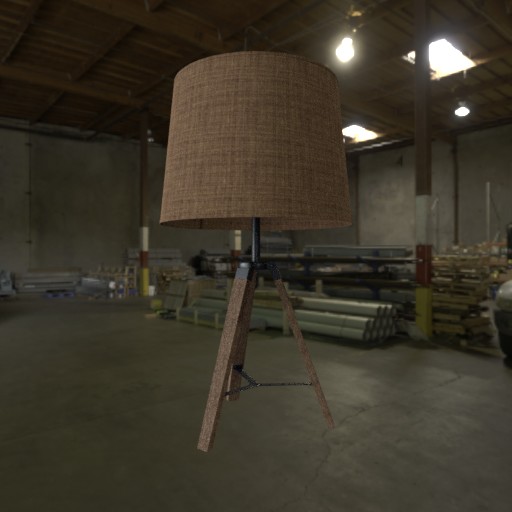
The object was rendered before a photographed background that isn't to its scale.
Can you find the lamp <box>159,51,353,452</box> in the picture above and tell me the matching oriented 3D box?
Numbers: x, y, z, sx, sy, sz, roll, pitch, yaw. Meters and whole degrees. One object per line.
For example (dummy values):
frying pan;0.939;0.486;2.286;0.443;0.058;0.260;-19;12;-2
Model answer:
lamp;0.000;0.000;0.680;0.290;0.514;0.290;0;0;0
